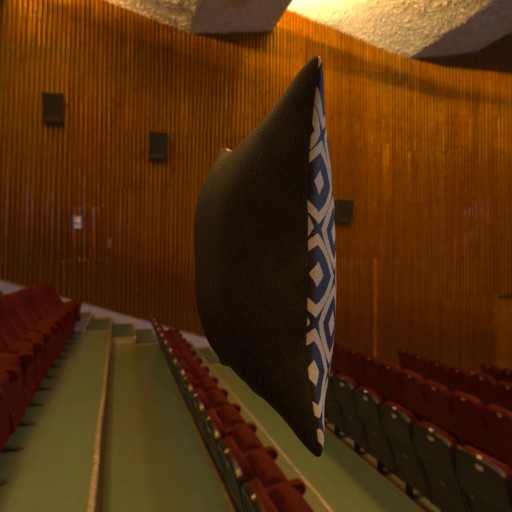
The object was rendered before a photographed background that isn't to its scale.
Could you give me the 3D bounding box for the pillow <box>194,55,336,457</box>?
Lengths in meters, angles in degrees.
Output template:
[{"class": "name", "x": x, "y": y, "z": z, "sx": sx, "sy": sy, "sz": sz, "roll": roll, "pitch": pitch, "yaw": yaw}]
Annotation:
[{"class": "pillow", "x": 0.000, "y": 0.000, "z": 0.780, "sx": 0.188, "sy": 0.494, "sz": 0.504, "roll": 0, "pitch": 0, "yaw": -18}]
